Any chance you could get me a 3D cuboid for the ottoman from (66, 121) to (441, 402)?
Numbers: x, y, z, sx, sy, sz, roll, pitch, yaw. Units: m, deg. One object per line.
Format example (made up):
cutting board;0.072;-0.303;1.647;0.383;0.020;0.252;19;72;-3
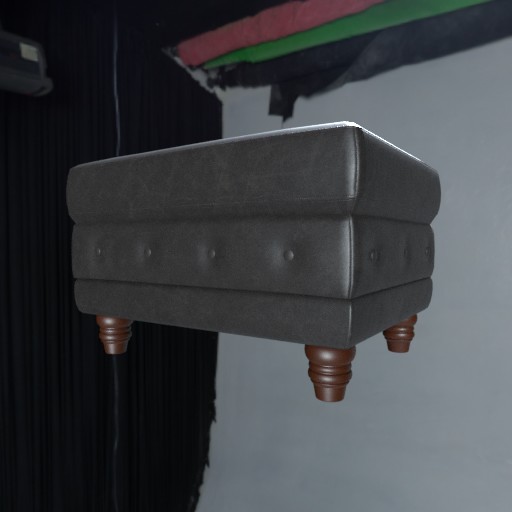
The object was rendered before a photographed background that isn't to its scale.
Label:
ottoman;0.000;0.000;1.154;0.795;0.498;0.590;1;2;34
